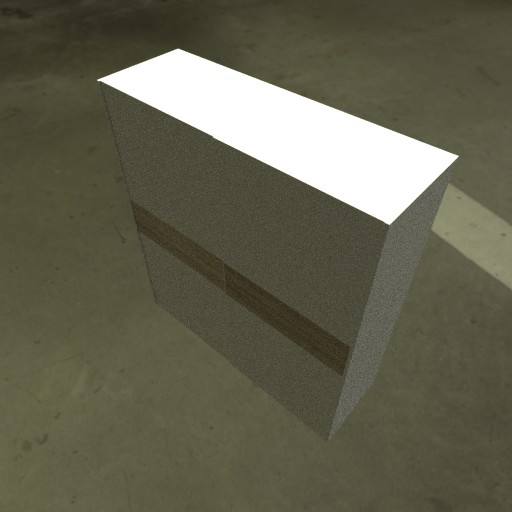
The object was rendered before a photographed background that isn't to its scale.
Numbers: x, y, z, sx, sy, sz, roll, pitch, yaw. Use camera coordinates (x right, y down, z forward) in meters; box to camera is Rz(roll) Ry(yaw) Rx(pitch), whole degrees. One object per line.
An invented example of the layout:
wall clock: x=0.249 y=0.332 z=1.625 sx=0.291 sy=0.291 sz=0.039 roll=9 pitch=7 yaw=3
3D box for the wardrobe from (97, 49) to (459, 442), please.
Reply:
wardrobe: x=0.000 y=0.000 z=2.922 sx=1.830 sy=2.020 sz=0.600 roll=32 pitch=54 yaw=28
